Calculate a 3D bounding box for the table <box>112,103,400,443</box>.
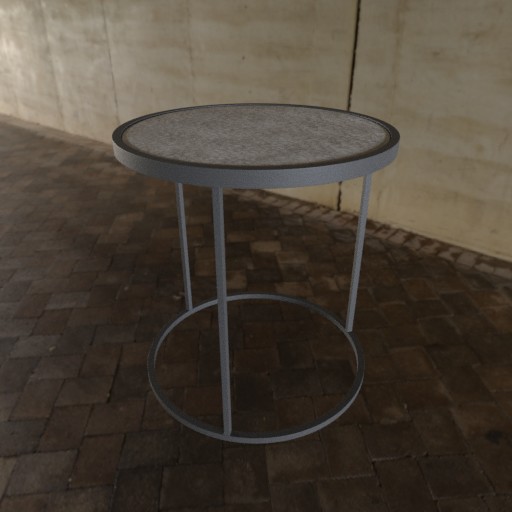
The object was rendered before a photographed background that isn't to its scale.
[{"bbox_3d":[0.000,0.000,0.869,0.470,0.498,0.470,0,29,0],"label":"table"}]
